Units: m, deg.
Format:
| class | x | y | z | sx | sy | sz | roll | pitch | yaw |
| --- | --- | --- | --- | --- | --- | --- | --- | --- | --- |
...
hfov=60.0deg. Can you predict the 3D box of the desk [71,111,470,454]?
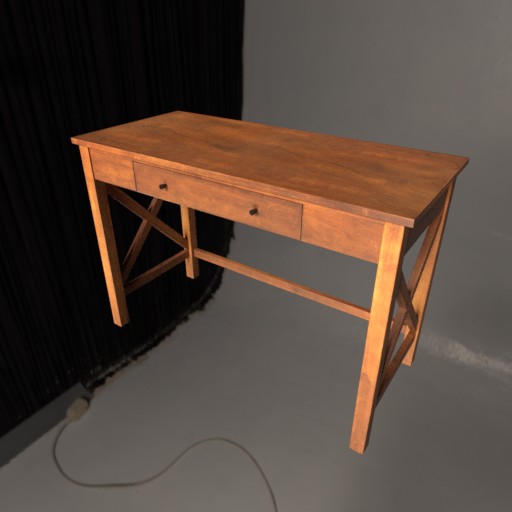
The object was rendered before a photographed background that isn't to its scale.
| class | x | y | z | sx | sy | sz | roll | pitch | yaw |
| --- | --- | --- | --- | --- | --- | --- | --- | --- | --- |
| desk | 0.000 | 0.000 | 1.534 | 1.117 | 0.762 | 0.508 | 19 | 35 | 29 |
